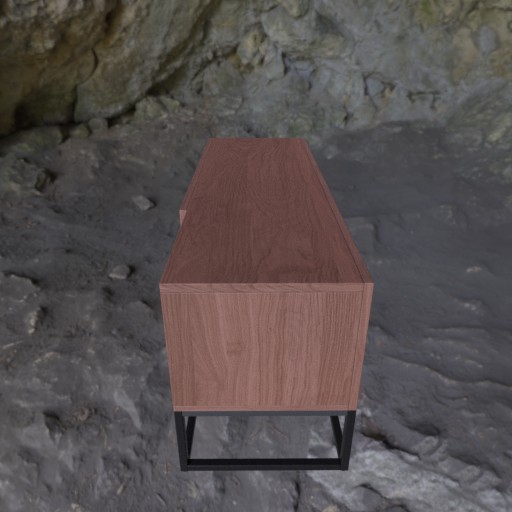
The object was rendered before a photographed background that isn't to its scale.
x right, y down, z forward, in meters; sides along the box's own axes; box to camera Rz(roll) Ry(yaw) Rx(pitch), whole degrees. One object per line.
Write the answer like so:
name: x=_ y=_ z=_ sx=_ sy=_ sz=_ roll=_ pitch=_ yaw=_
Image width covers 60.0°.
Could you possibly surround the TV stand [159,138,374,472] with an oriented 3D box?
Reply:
TV stand: x=0.000 y=0.000 z=1.434 sx=0.415 sy=0.500 sz=1.200 roll=0 pitch=27 yaw=0
